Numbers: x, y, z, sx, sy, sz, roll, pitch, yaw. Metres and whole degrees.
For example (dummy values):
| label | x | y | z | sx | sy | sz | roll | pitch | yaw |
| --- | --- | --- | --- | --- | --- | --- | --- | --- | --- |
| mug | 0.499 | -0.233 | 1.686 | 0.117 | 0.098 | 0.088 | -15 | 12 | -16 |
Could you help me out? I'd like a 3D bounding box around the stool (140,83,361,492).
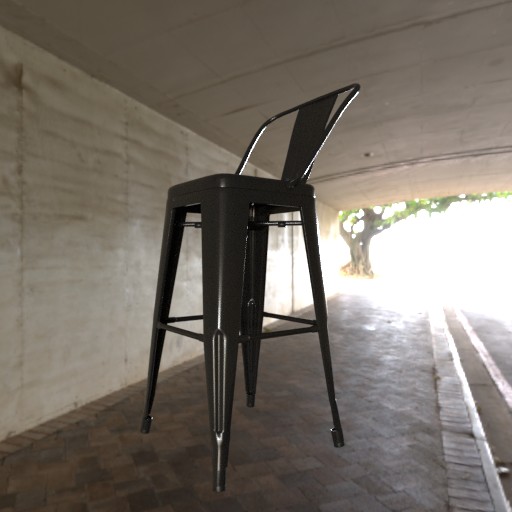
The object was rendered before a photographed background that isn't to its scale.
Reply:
| label | x | y | z | sx | sy | sz | roll | pitch | yaw |
| --- | --- | --- | --- | --- | --- | --- | --- | --- | --- |
| stool | 0.000 | 0.000 | 1.269 | 0.528 | 1.022 | 0.432 | 0 | 0 | -37 |
